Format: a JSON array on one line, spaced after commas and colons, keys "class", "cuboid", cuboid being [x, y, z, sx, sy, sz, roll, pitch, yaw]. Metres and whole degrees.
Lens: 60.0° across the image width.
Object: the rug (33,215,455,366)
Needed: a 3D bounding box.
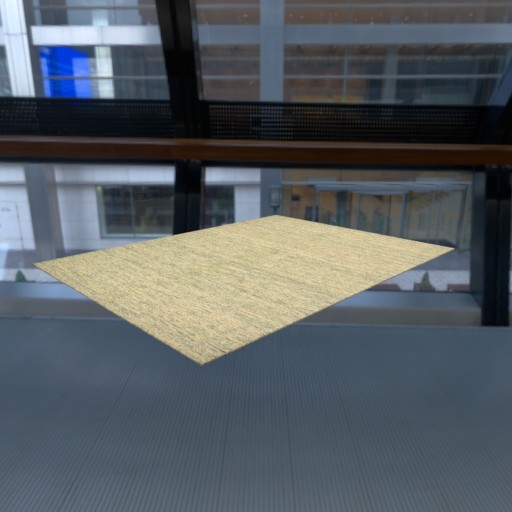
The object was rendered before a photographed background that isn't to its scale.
[{"class": "rug", "cuboid": [0.000, 0.000, 4.199, 3.201, 0.014, 2.437, -16, 23, -42]}]
